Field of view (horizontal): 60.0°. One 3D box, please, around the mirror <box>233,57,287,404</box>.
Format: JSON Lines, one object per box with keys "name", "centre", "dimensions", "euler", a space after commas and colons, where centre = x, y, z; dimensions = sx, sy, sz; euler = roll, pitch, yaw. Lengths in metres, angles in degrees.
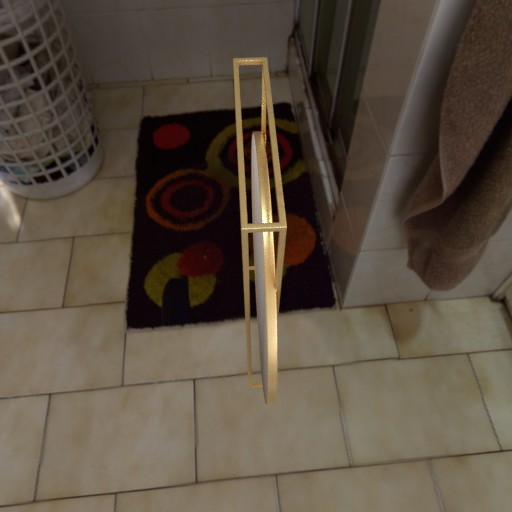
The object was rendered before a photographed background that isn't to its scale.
{"name": "mirror", "centre": [0.000, 0.000, 0.828], "dimensions": [0.051, 0.603, 0.508], "euler": [-3, 57, -2]}
